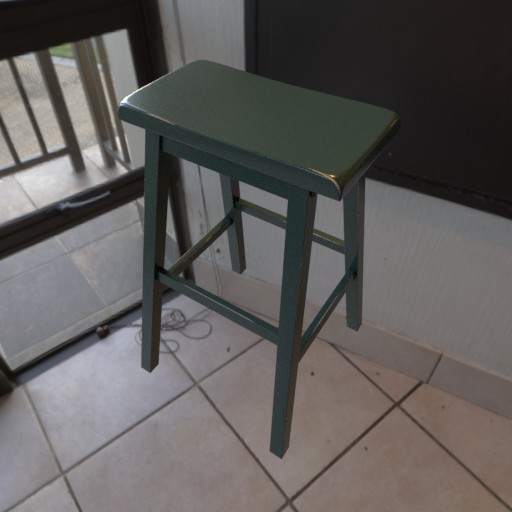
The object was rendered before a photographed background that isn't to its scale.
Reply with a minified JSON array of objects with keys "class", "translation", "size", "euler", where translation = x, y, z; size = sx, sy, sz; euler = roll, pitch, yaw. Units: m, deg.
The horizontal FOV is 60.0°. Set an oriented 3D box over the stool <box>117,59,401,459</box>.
[{"class":"stool","translation":[0.000,0.000,1.033],"size":[0.457,0.737,0.476],"euler":[25,50,23]}]
